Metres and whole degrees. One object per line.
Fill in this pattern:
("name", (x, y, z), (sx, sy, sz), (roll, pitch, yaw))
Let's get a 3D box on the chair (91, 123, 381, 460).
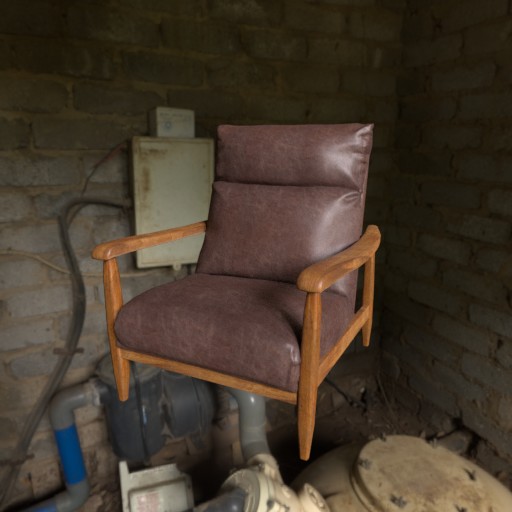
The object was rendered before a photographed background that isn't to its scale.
("chair", (0.000, 0.000, 1.545), (0.782, 0.897, 0.830), (7, 16, 25))
